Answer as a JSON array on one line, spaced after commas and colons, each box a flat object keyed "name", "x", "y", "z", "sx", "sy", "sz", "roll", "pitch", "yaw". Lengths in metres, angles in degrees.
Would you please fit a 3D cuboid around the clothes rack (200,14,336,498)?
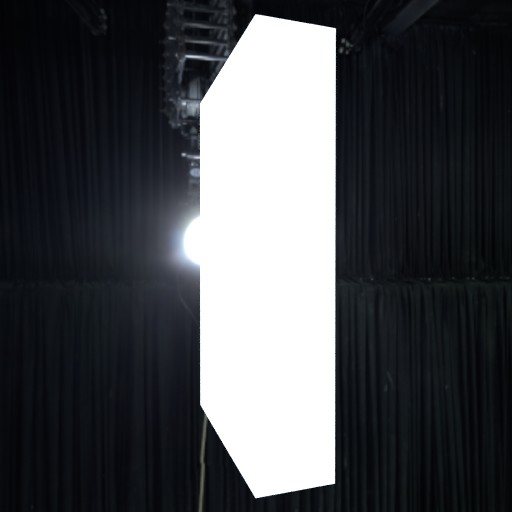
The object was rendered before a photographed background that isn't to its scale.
[{"name": "clothes rack", "x": 0.000, "y": 0.000, "z": 1.568, "sx": 0.250, "sy": 1.280, "sz": 0.750, "roll": 0, "pitch": 1, "yaw": -18}]
